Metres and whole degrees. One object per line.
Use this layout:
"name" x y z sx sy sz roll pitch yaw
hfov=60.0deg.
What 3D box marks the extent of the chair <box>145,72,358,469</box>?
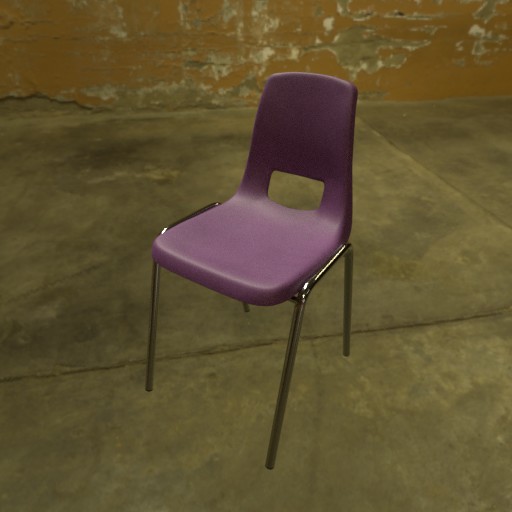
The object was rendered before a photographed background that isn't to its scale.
"chair" 0.000 0.000 0.979 0.381 0.704 0.432 20 36 29
